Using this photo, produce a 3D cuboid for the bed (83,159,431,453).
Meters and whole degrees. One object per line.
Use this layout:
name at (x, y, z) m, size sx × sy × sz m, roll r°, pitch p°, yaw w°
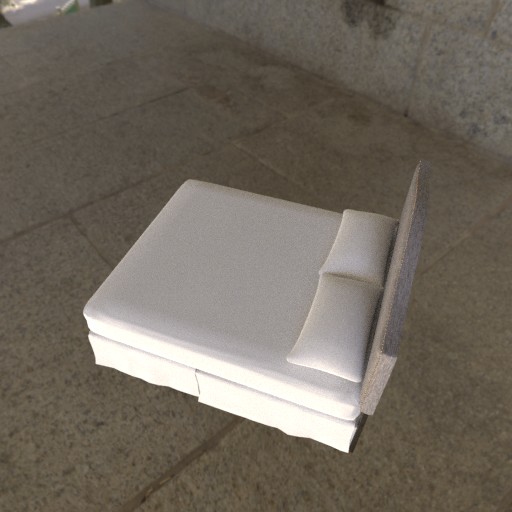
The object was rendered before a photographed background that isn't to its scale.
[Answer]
bed at (0.000, 0.000, 2.957) m, size 1.870 × 1.295 × 1.610 m, roll 15°, pitch 48°, yaw 14°
